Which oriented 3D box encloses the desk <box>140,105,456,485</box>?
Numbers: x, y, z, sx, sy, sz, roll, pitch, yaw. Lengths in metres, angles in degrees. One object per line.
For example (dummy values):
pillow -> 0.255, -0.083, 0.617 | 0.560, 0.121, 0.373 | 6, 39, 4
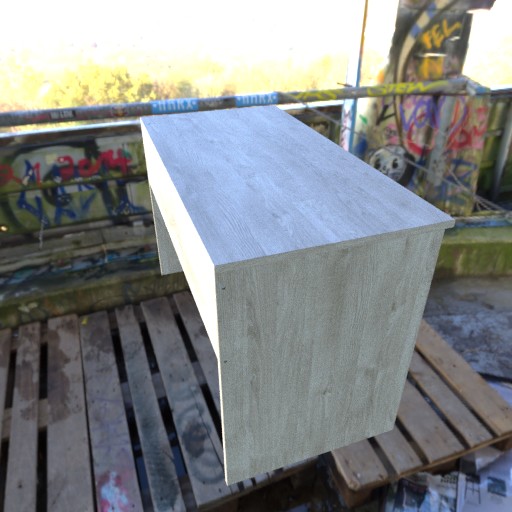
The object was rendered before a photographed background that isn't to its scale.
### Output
desk -> 0.000, 0.000, 1.547 | 0.560, 0.730, 1.100 | -11, 34, -16
